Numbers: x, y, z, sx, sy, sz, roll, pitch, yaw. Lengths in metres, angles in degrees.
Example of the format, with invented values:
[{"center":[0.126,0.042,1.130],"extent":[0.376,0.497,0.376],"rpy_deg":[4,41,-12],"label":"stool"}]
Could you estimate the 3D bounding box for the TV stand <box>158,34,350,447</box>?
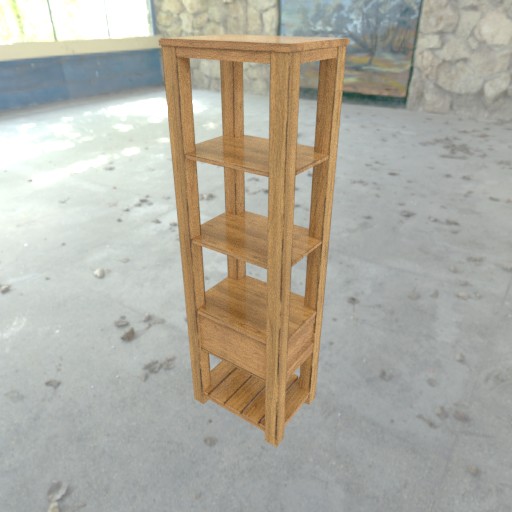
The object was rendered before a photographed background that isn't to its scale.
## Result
[{"center":[0.000,0.000,2.069],"extent":[0.565,1.828,0.435],"rpy_deg":[19,34,30],"label":"TV stand"}]
